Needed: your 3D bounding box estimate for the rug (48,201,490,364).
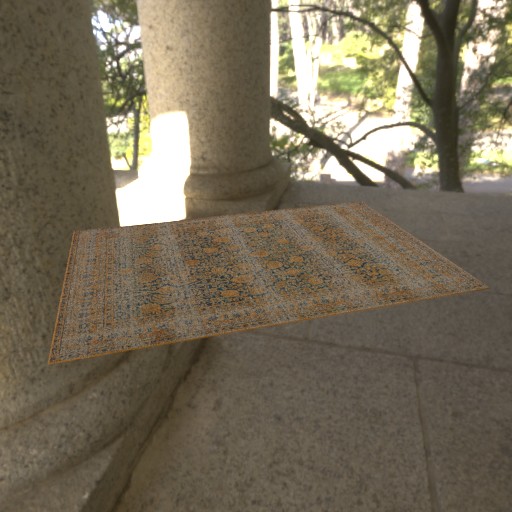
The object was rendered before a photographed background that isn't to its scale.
[{"bbox_3d":[0.000,0.000,2.884,2.336,0.007,1.525,-7,27,-14],"label":"rug"}]
